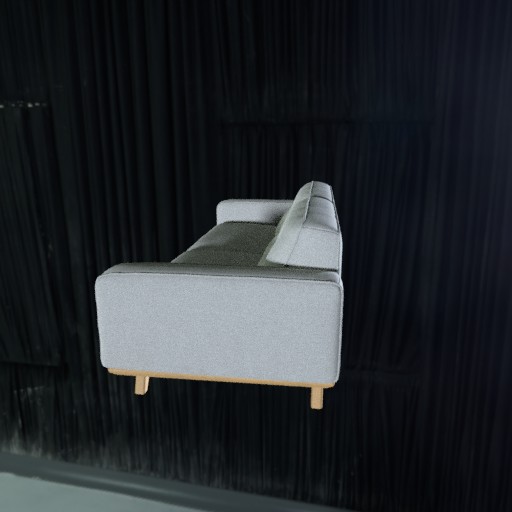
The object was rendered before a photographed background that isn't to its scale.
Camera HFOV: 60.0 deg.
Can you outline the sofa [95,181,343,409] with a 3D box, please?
[{"bbox_3d":[0.000,0.000,2.740,0.956,0.781,2.270,2,15,8],"label":"sofa"}]
